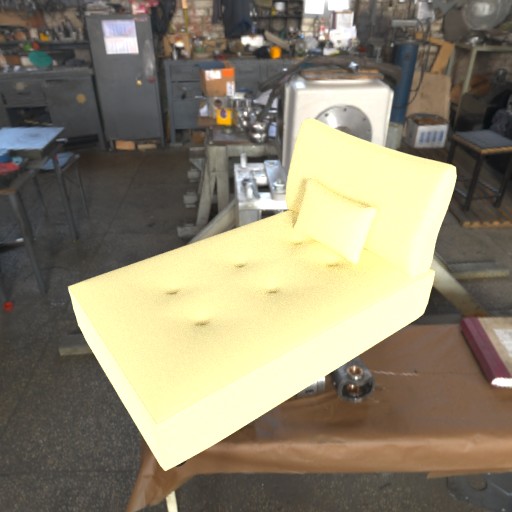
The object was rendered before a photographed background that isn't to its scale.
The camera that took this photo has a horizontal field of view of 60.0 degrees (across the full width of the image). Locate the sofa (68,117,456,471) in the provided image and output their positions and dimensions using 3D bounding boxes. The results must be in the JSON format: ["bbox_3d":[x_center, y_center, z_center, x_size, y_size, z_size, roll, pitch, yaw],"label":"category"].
[{"bbox_3d":[0.000,0.000,1.982,1.450,0.820,0.930,-21,38,-30],"label":"sofa"}]
